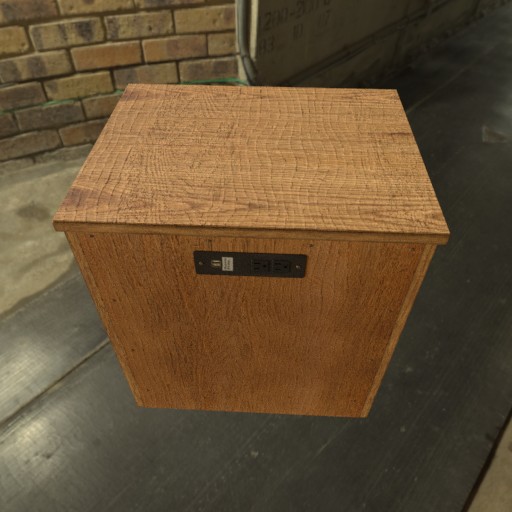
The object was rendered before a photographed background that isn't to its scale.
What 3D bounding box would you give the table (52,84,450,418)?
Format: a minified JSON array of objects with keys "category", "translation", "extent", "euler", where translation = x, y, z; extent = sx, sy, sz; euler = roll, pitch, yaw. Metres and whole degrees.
[{"category":"table","translation":[0.000,0.000,1.057],"extent":[0.601,0.625,0.494],"euler":[2,46,2]}]
